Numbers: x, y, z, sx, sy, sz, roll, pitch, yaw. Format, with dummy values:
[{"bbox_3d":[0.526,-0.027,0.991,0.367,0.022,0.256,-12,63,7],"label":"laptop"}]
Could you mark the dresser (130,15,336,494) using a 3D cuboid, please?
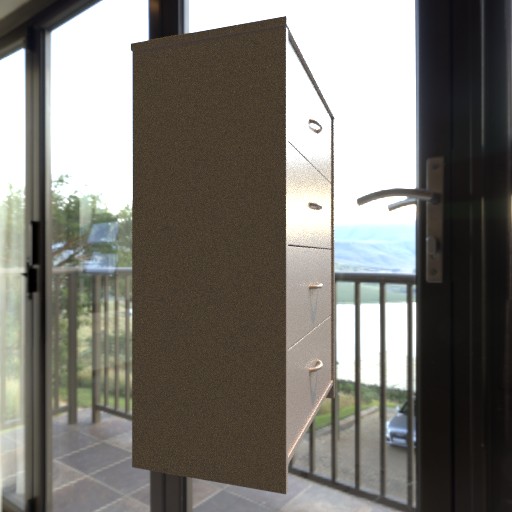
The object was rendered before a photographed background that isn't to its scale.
[{"bbox_3d":[0.000,0.000,1.333,0.401,1.021,0.704,0,0,19],"label":"dresser"}]
